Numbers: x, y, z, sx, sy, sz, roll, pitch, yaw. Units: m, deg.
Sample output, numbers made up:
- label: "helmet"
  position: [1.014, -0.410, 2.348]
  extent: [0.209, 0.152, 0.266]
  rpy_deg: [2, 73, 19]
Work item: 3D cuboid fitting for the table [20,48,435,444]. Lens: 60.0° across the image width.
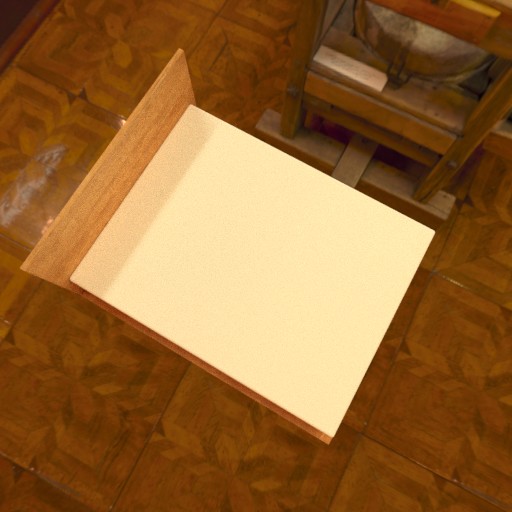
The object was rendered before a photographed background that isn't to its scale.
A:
- label: "table"
  position: [0.000, 0.000, 3.093]
  extent: [2.149, 1.041, 1.707]
  rpy_deg: [29, 78, 7]
